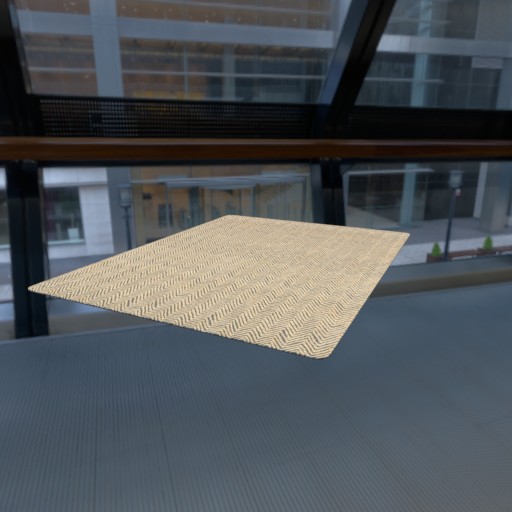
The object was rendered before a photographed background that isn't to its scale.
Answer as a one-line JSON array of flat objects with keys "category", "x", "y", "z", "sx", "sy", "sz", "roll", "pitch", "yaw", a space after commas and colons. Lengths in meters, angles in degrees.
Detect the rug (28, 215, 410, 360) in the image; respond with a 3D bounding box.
[{"category": "rug", "x": 0.000, "y": 0.000, "z": 4.304, "sx": 2.439, "sy": 0.014, "sz": 3.207, "roll": 8, "pitch": 19, "yaw": 25}]
